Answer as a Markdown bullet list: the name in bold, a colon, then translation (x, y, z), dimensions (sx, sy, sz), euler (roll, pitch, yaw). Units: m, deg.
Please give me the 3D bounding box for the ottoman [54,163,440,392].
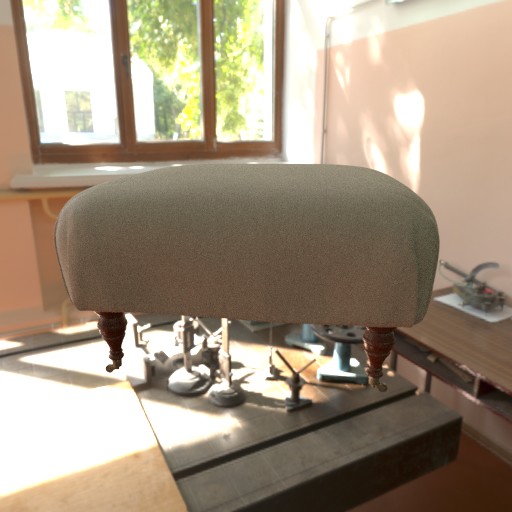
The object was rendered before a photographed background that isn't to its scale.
- **ottoman**: translation (0.000, 0.000, 1.116), dimensions (0.746, 0.450, 0.639), euler (2, 16, 7)
